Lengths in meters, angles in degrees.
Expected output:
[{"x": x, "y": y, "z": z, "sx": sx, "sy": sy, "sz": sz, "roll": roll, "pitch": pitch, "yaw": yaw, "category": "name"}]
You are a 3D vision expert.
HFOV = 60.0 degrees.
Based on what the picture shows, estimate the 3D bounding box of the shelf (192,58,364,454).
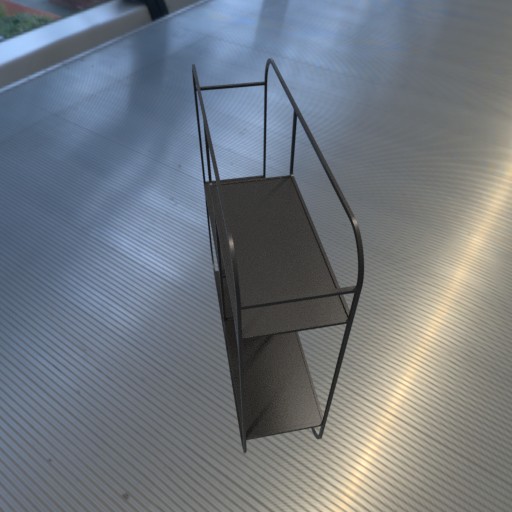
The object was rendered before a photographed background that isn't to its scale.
[{"x": 0.000, "y": 0.000, "z": 0.920, "sx": 0.160, "sy": 0.600, "sz": 0.600, "roll": -8, "pitch": 46, "yaw": -7, "category": "shelf"}]
